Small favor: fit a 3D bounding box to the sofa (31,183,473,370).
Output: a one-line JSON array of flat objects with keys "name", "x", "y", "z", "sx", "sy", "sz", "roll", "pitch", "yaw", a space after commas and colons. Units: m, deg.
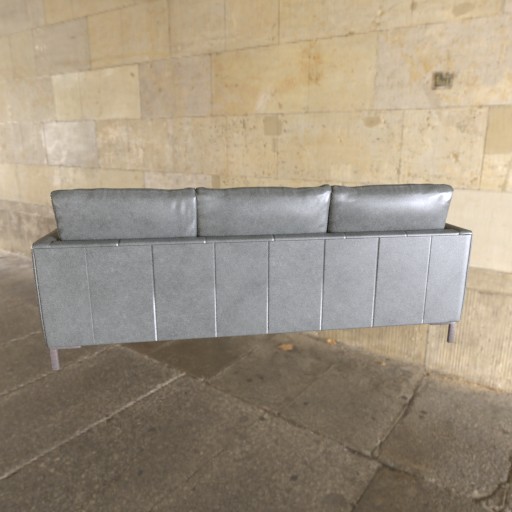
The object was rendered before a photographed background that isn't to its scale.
[{"name": "sofa", "x": 0.000, "y": 0.000, "z": 2.367, "sx": 2.029, "sy": 0.805, "sz": 0.748, "roll": -2, "pitch": 15, "yaw": -8}]
